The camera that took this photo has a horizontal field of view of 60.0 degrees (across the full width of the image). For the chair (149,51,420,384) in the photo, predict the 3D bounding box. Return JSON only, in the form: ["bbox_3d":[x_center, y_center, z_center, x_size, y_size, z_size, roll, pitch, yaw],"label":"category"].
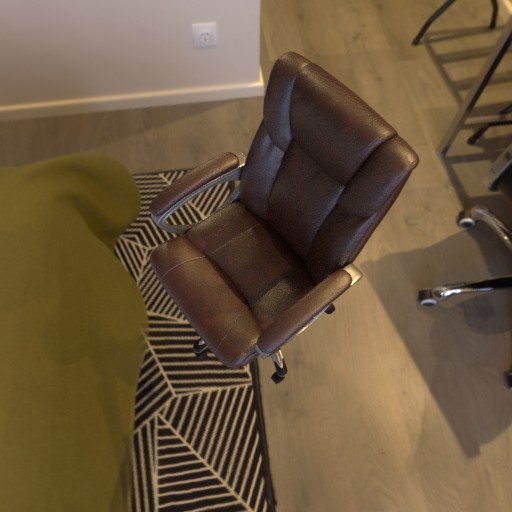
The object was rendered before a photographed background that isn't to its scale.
[{"bbox_3d":[0.000,0.000,1.562,0.692,1.128,0.656,-35,69,-16],"label":"chair"}]
